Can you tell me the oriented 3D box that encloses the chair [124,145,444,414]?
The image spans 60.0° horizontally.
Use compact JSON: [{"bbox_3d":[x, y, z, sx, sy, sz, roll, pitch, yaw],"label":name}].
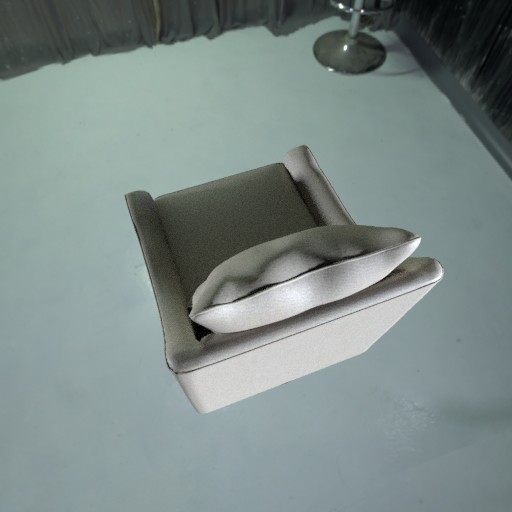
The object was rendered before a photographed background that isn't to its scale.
[{"bbox_3d":[0.000,0.000,1.583,0.760,0.942,0.876,-18,60,-11],"label":"chair"}]
